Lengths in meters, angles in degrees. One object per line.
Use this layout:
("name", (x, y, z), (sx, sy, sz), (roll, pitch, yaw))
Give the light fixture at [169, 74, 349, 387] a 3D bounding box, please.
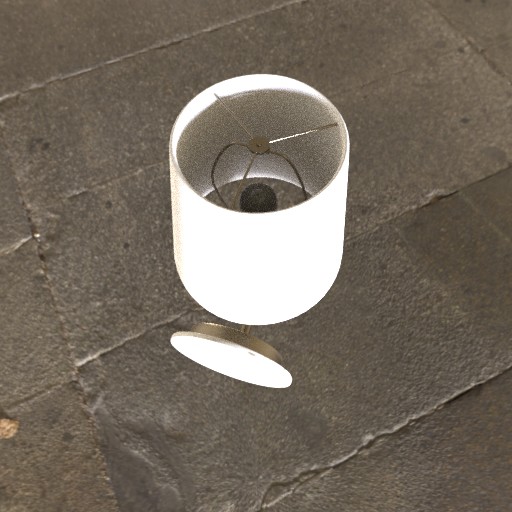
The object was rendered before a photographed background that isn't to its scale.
("light fixture", (0.000, 0.000, 0.458), (0.168, 0.337, 0.188), (17, 64, 8))
